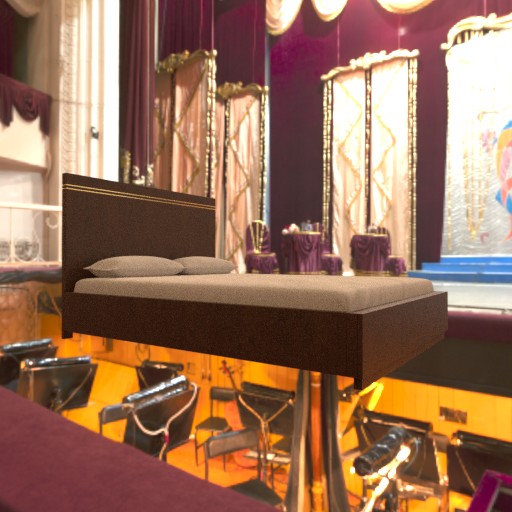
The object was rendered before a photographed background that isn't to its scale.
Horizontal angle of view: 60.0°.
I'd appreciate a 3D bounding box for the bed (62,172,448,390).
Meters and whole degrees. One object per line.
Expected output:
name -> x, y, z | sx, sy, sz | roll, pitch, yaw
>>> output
bed -> 0.000, 0.000, 3.153 | 2.221, 1.169, 1.613 | 0, -1, 35
